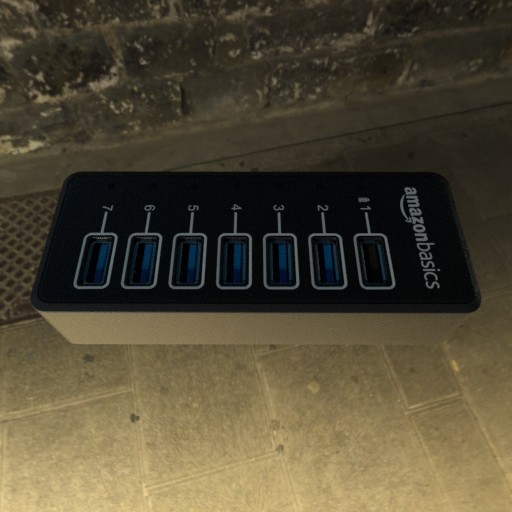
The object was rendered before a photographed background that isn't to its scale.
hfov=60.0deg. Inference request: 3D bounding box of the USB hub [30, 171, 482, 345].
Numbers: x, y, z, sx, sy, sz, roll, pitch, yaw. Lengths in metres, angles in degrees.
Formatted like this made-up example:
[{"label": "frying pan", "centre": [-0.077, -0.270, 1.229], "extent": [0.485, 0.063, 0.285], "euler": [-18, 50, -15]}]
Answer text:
[{"label": "USB hub", "centre": [0.000, 0.000, 0.126], "extent": [0.110, 0.023, 0.044], "euler": [0, 59, 0]}]
